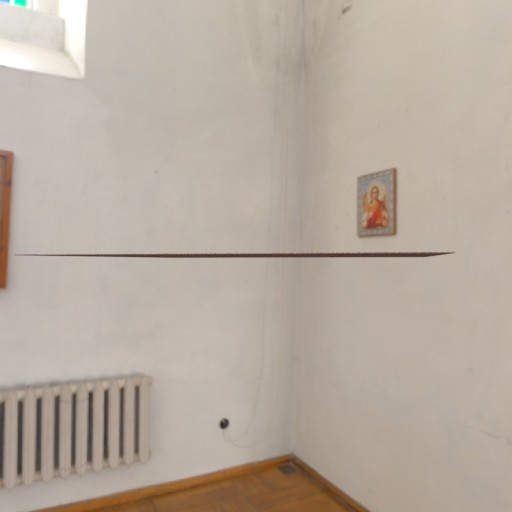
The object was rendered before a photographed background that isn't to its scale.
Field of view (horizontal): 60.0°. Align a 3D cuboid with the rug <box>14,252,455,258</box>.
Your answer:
[{"bbox_3d":[0.000,0.000,4.043,3.046,0.008,2.442,0,-1,17],"label":"rug"}]
